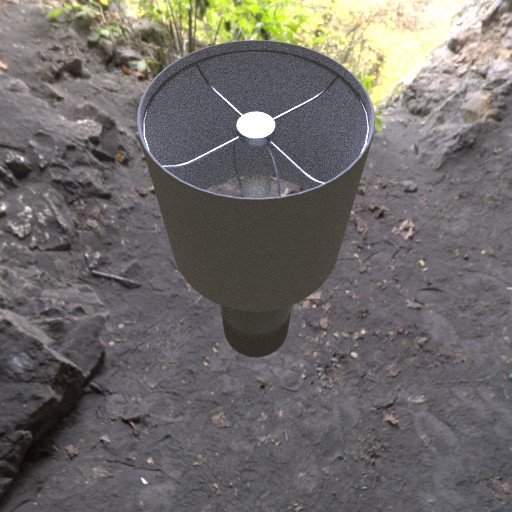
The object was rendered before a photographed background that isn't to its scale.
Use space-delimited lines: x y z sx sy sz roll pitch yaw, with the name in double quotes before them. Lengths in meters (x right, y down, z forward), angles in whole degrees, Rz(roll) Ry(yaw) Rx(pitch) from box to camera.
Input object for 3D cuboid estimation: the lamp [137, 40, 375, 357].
"lamp" 0.000 0.000 0.605 0.212 0.493 0.212 -32 63 -19
